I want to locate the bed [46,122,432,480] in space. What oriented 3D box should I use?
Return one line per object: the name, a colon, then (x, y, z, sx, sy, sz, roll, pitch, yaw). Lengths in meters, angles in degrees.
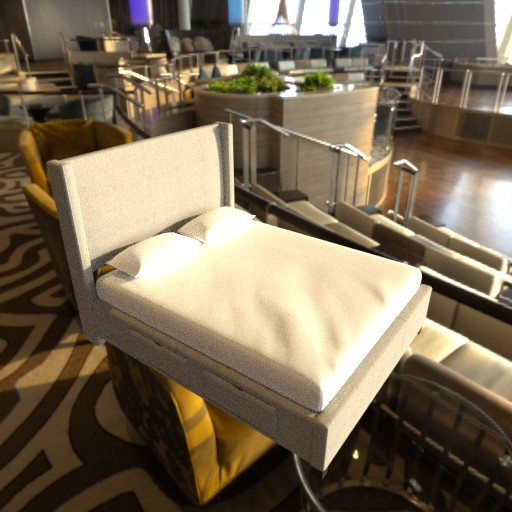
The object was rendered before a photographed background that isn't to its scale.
bed: (0.000, 0.000, 3.366, 2.222, 1.491, 1.774, 19, 33, 32)
